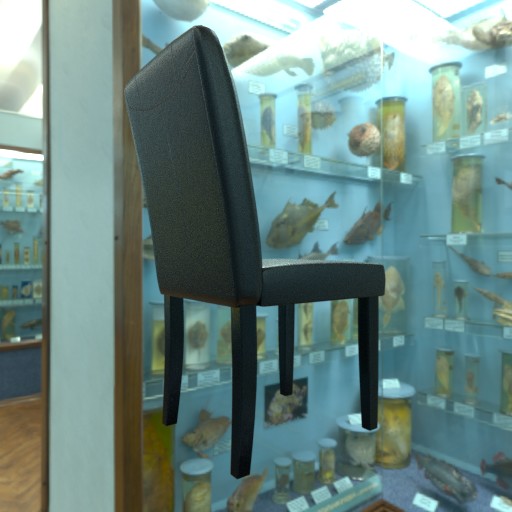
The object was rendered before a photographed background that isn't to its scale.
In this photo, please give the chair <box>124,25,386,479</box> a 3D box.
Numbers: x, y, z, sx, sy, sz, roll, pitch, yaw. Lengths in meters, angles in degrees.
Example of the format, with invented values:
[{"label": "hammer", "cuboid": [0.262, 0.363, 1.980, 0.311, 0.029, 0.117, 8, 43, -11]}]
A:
[{"label": "chair", "cuboid": [0.000, 0.000, 1.140, 0.556, 0.897, 0.399, 0, 1, -36]}]
